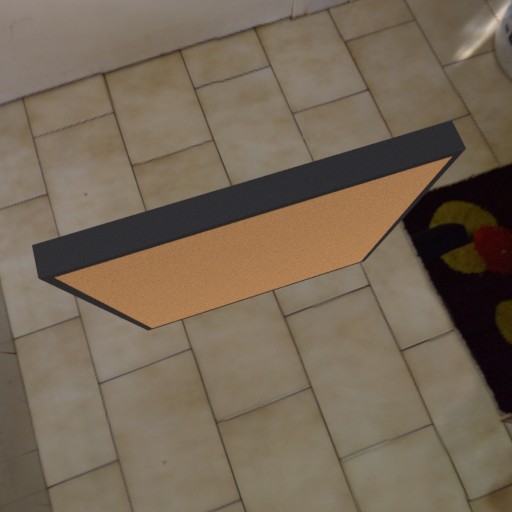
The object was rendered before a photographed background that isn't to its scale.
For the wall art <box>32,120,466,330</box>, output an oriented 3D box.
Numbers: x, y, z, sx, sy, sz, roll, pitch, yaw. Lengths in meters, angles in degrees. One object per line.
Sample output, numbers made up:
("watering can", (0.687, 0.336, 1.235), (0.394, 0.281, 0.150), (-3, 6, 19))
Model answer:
("wall art", (0.000, 0.000, 0.751), (0.509, 0.509, 0.040), (-17, 75, -5))
